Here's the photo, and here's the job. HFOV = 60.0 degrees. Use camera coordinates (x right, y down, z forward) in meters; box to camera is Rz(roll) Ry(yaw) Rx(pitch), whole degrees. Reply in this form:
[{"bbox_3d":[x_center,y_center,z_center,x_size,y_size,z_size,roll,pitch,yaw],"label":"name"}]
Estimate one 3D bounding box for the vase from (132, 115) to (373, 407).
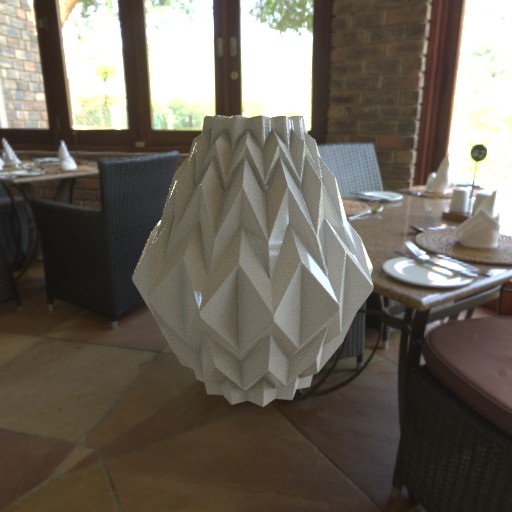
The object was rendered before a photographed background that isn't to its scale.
[{"bbox_3d":[0.000,0.000,0.307,0.164,0.185,0.164,0,17,0],"label":"vase"}]
